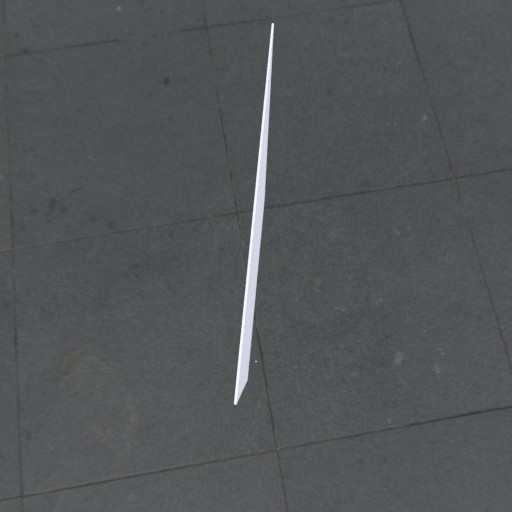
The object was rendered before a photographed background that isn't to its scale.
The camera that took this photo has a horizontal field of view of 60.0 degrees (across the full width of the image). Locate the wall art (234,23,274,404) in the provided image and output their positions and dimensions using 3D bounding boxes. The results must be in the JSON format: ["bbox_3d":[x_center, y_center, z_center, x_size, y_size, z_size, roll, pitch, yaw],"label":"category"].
[{"bbox_3d":[0.000,0.000,0.800,0.003,0.610,0.457,5,77,1],"label":"wall art"}]
